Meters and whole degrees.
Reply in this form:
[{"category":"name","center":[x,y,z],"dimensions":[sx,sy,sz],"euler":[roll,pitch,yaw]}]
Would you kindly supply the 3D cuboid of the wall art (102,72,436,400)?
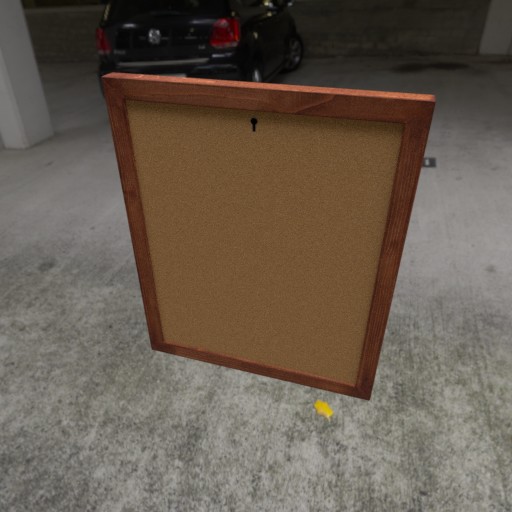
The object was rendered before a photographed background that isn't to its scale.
[{"category":"wall art","center":[0.000,0.000,0.756],"dimensions":[0.462,0.558,0.030],"euler":[10,35,14]}]
